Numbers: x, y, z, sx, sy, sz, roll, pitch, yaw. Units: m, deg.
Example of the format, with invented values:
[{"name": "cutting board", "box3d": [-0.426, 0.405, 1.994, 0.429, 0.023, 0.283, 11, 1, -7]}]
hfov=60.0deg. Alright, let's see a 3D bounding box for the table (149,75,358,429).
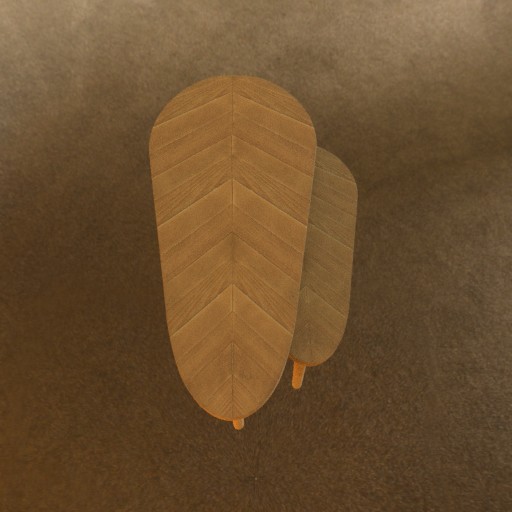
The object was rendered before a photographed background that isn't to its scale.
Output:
[{"name": "table", "box3d": [0.000, 0.000, 1.623, 0.701, 0.595, 1.190, -1, 63, -1]}]
